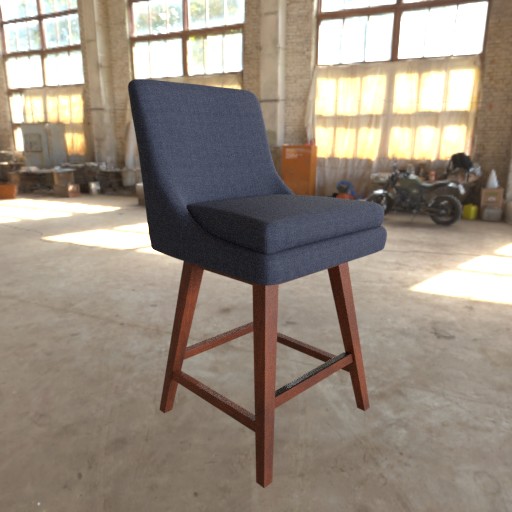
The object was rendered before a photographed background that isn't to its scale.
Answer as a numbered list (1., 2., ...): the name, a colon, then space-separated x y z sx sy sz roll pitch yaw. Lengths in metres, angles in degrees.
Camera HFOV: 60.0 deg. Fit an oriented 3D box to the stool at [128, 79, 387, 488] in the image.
1. stool: 0.000 0.000 1.179 0.467 0.895 0.524 -14 20 -43
